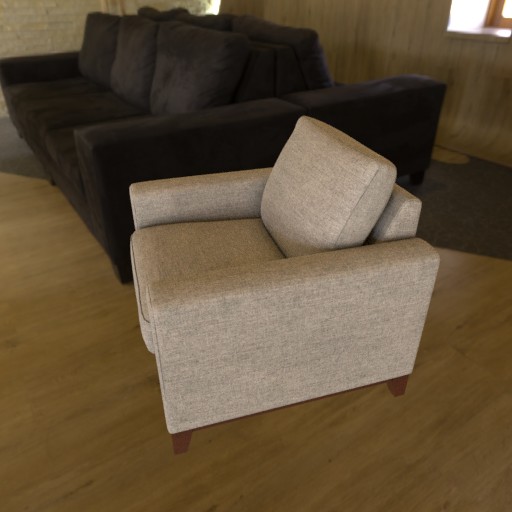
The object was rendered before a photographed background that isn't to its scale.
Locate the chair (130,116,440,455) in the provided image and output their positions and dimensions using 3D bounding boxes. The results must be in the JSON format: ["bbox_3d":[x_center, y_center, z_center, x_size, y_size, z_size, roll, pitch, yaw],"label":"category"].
[{"bbox_3d":[0.000,0.000,1.916,1.038,1.010,1.024,-9,32,-15],"label":"chair"}]
